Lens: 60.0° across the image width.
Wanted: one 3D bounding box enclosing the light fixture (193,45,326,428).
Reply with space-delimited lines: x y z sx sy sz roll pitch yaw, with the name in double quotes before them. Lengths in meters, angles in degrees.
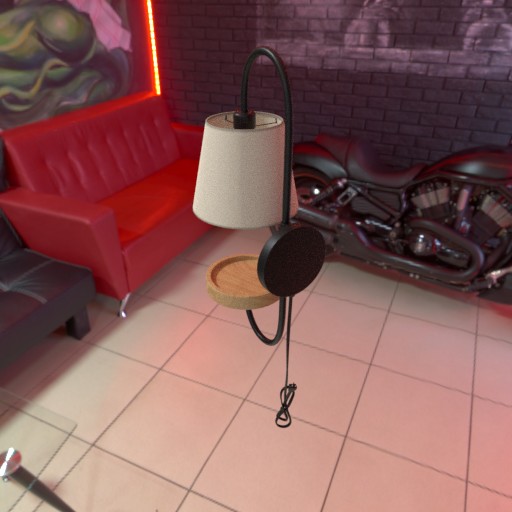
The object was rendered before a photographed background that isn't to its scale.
"light fixture" 0.000 0.000 0.950 0.220 0.821 0.299 -18 35 -28
